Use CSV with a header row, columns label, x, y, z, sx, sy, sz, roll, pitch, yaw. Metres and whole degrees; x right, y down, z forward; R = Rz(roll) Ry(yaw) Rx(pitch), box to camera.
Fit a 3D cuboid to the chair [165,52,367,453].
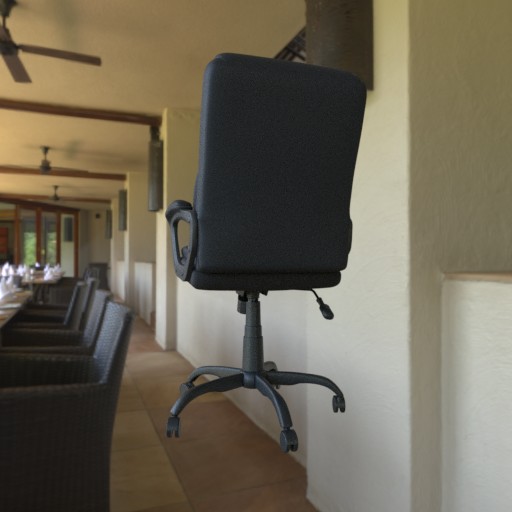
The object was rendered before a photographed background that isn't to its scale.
label,x,y,z,sx,sy,sz,roll,pitch,yaw
chair,0.000,0.000,1.481,0.615,1.072,0.655,0,-1,-19
